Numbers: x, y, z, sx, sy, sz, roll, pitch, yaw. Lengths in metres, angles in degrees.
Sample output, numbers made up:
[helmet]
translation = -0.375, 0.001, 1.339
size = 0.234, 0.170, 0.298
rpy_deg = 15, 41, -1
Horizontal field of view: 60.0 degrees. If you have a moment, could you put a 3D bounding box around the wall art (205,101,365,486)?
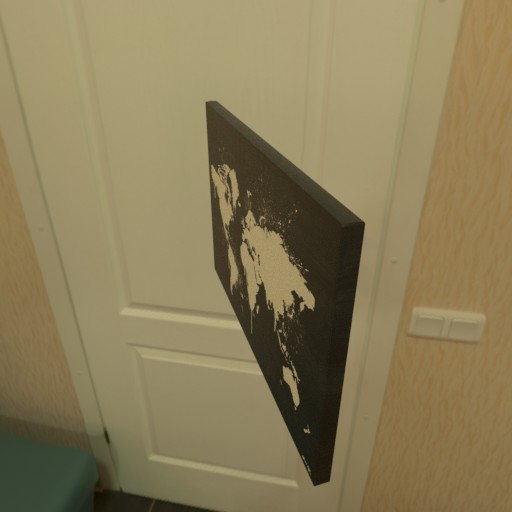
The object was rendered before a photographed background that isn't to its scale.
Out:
[wall art]
translation = 0.000, 0.000, 1.156
size = 0.038, 0.612, 0.912
rpy_deg = -9, 31, -15
